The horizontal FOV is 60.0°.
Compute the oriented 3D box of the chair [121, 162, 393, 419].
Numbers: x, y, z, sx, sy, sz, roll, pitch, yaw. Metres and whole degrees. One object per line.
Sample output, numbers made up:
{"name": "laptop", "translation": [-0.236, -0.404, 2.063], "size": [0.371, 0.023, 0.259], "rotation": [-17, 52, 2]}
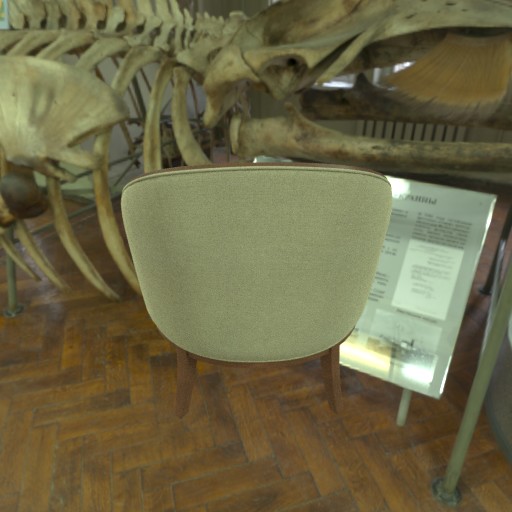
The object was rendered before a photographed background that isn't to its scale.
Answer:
{"name": "chair", "translation": [0.000, 0.000, 1.515], "size": [0.803, 0.876, 0.735], "rotation": [-1, 29, -2]}
